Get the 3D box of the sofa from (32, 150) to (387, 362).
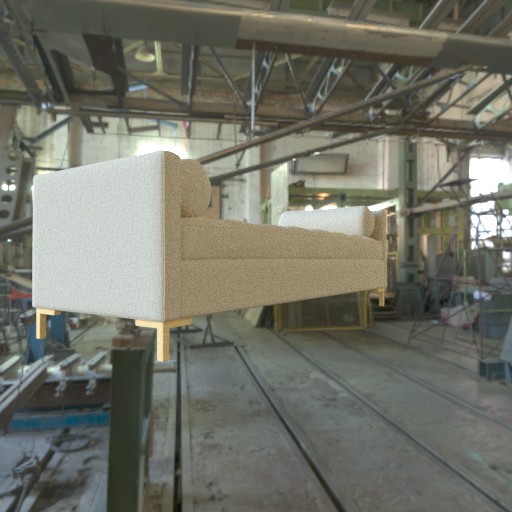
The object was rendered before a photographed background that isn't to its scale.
[{"bbox_3d":[0.000,0.000,2.296,0.746,0.641,1.985,0,-1,35],"label":"sofa"}]
